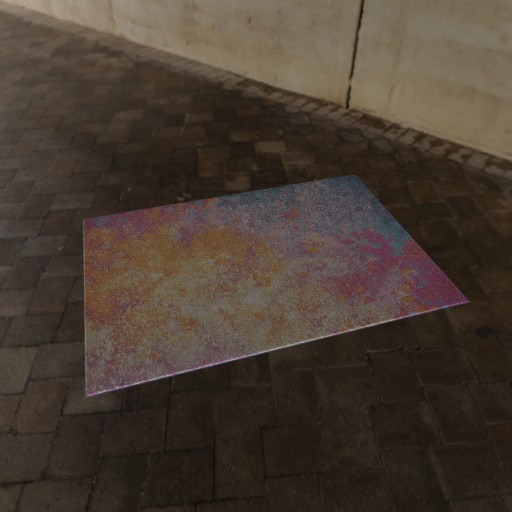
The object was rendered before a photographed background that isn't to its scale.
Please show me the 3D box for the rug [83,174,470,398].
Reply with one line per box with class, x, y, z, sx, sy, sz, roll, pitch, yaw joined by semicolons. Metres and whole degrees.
rug;0.000;0.000;3.875;2.896;0.013;2.007;-11;42;-13
